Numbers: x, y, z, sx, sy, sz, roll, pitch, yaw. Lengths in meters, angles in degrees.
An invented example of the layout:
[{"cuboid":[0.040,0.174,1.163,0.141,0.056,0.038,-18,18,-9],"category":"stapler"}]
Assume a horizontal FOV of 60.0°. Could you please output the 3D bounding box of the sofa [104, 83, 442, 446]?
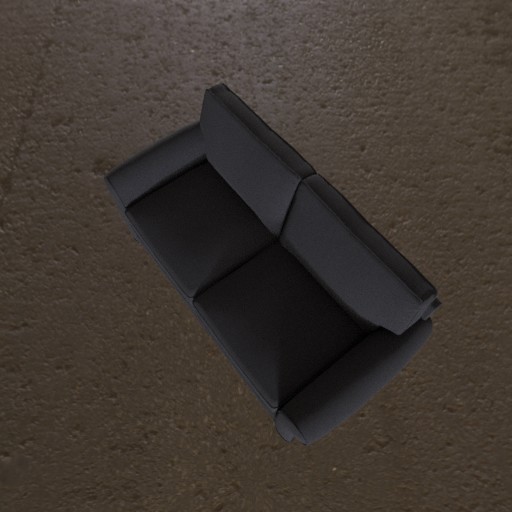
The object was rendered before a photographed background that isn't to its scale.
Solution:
[{"cuboid":[0.000,0.000,2.633,0.951,1.031,2.009,-34,68,-16],"category":"sofa"}]
